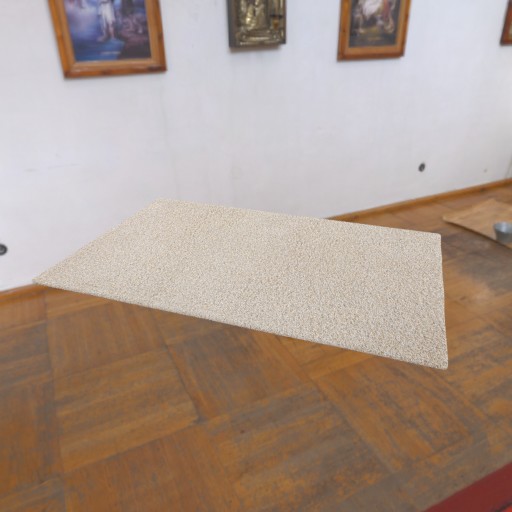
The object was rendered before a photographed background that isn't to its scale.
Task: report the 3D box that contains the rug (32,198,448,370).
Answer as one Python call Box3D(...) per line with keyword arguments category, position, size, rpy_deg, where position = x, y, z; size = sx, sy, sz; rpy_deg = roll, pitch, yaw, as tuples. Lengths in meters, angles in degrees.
Box3D(category="rug", position=(0.000, 0.000, 3.462), size=(2.743, 0.030, 1.778), rpy_deg=(9, 29, 17))
